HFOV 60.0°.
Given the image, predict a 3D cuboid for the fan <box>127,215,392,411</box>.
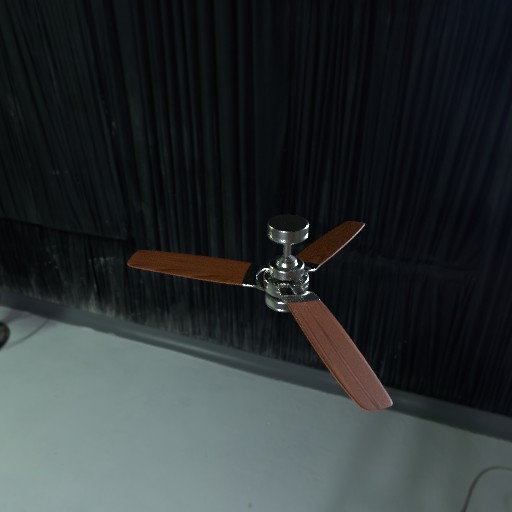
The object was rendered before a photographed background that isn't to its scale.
[{"bbox_3d":[0.000,0.000,2.053,1.271,0.410,1.416,8,30,14],"label":"fan"}]
